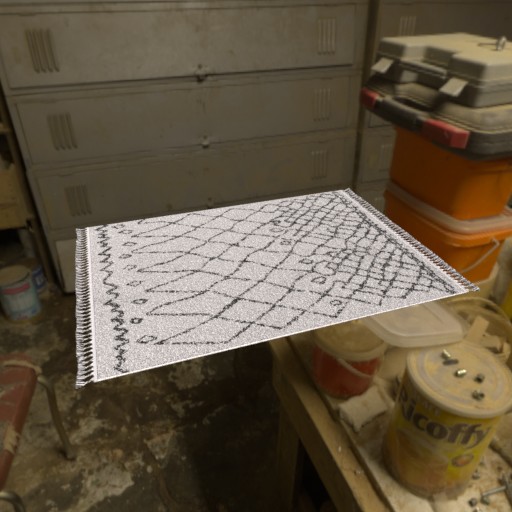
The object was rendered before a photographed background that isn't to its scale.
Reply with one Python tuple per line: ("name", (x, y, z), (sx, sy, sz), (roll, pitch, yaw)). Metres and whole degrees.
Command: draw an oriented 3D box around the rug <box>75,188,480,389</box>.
("rug", (0.000, 0.000, 3.004), (2.312, 0.017, 1.613), (-10, 34, -16))
